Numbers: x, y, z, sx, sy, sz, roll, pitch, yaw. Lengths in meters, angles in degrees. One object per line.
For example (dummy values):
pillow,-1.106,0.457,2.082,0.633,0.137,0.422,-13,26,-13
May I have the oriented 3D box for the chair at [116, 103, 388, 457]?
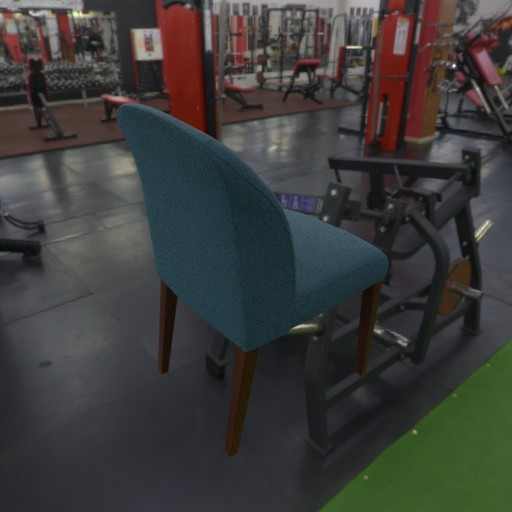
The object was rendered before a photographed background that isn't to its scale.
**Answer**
chair,0.000,0.000,1.272,0.620,0.879,0.507,-19,32,-33
